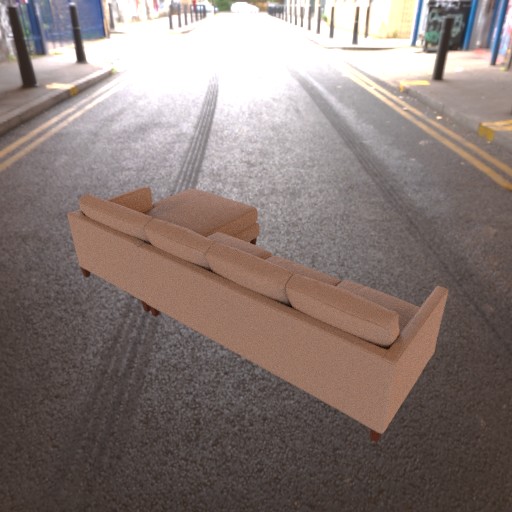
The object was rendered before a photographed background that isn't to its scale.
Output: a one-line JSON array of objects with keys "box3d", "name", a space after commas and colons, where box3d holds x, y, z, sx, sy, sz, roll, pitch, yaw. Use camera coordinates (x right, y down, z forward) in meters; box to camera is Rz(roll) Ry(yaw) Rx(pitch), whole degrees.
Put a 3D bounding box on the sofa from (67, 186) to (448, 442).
[{"box3d": [0.000, 0.000, 3.900, 3.186, 0.861, 1.625, 21, 36, 32], "name": "sofa"}]
